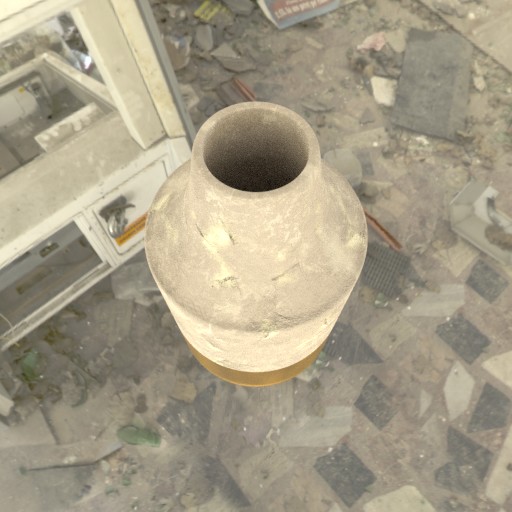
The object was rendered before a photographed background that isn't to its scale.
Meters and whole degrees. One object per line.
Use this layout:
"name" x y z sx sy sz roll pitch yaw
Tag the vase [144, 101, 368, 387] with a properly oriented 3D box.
"vase" 0.000 0.000 0.413 0.184 0.305 0.184 0 63 0
